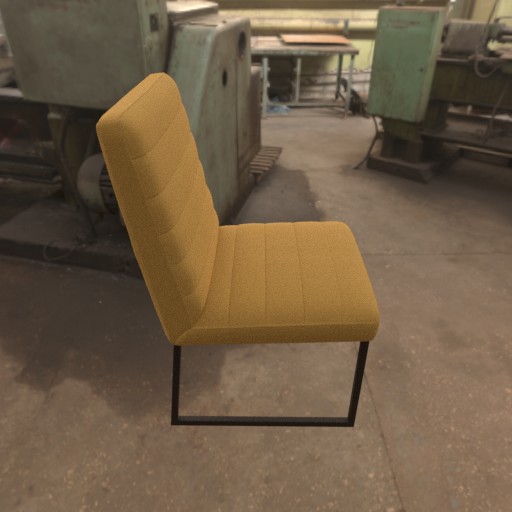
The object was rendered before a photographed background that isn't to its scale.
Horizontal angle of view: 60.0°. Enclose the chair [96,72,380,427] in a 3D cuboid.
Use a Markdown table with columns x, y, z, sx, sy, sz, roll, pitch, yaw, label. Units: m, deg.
| x | y | z | sx | sy | sz | roll | pitch | yaw | label |
| --- | --- | --- | --- | --- | --- | --- | --- | --- | --- |
| 0.000 | 0.000 | 1.293 | 0.634 | 0.930 | 0.520 | 0 | 32 | 1 | chair |
